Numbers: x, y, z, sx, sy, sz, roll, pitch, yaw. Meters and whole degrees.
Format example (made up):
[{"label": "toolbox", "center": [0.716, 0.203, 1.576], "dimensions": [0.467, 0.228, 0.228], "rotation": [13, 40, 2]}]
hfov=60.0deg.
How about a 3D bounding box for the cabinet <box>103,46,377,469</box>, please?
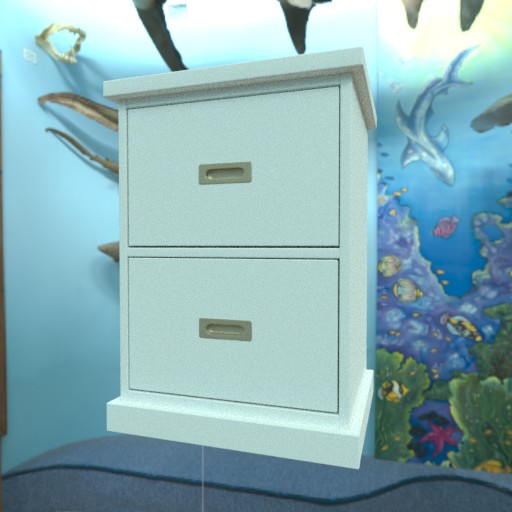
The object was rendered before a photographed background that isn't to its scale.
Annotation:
[{"label": "cabinet", "center": [0.000, 0.000, 1.039], "dimensions": [0.520, 0.723, 0.431], "rotation": [0, 1, 18]}]
